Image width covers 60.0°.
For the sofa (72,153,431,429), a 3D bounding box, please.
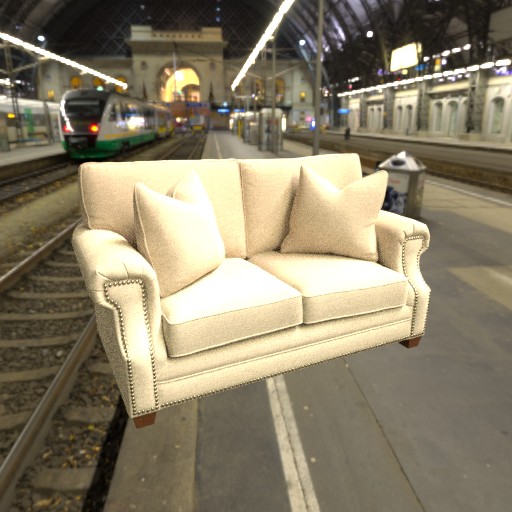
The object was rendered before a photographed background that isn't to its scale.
[{"bbox_3d":[0.000,0.000,2.281,1.701,0.966,0.966,-8,19,-26],"label":"sofa"}]
